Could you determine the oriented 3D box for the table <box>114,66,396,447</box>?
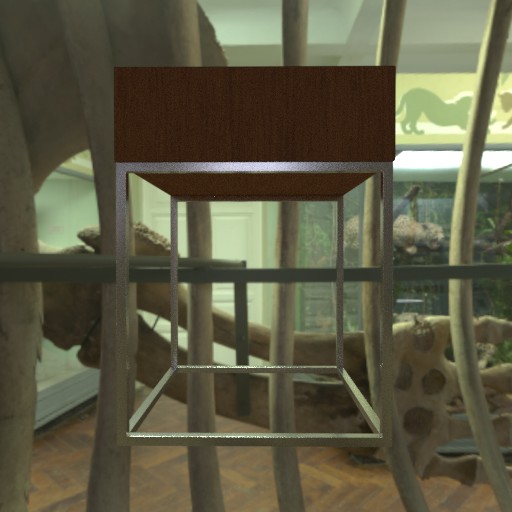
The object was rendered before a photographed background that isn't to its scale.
[{"bbox_3d":[0.000,0.000,0.827,0.398,0.540,0.397,0,1,1],"label":"table"}]
